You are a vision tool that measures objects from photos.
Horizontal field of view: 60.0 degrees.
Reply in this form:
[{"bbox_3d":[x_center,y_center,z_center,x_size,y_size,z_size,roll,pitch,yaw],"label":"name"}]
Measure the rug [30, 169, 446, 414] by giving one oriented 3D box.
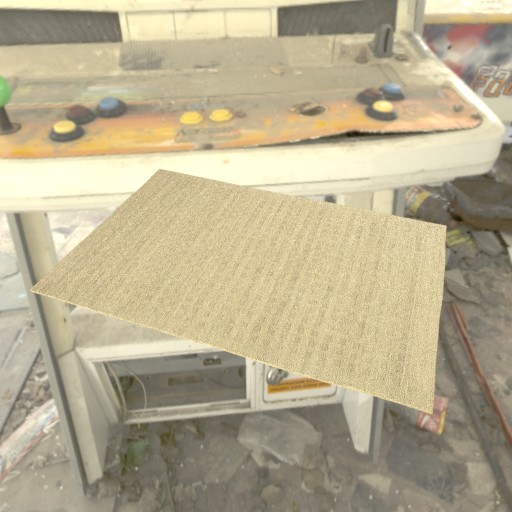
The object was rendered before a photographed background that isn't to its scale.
[{"bbox_3d":[0.000,0.000,2.867,2.297,0.018,1.532,14,42,15],"label":"rug"}]
